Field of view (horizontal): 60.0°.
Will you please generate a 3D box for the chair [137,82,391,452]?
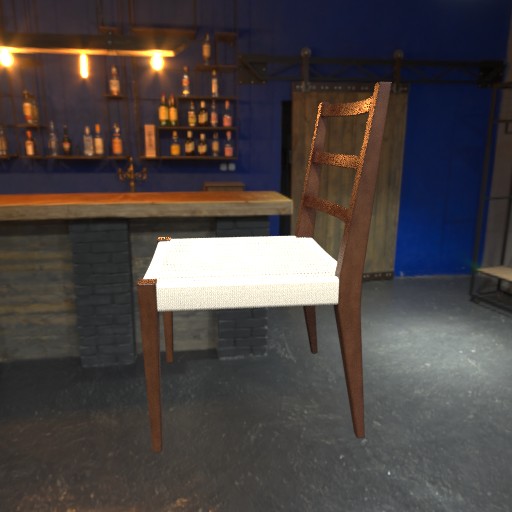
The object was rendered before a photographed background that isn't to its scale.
[{"bbox_3d":[0.000,0.000,1.174,0.551,0.813,0.480,-2,14,-7],"label":"chair"}]
